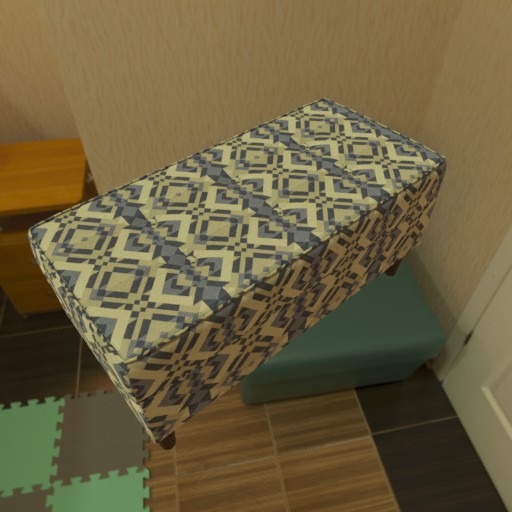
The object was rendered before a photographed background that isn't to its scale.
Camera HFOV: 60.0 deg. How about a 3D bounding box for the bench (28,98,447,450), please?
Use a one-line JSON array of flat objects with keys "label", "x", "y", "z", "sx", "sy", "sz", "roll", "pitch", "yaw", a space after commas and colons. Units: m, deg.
[{"label": "bench", "x": 0.000, "y": 0.000, "z": 1.276, "sx": 1.016, "sy": 0.477, "sz": 0.492, "roll": -31, "pitch": 54, "yaw": -27}]
